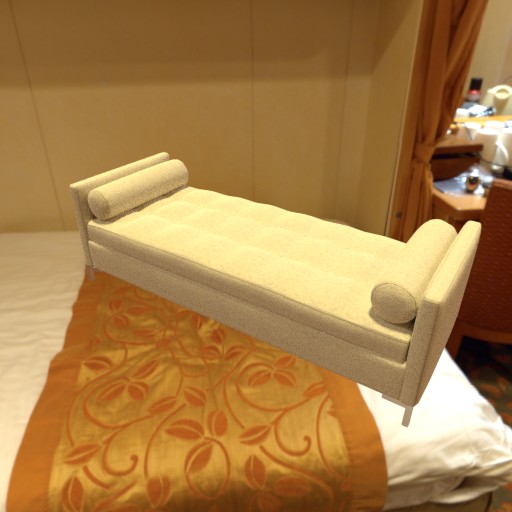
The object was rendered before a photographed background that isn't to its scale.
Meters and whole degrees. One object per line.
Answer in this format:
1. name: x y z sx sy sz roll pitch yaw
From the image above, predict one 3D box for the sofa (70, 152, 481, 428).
1. sofa: 0.000 0.000 2.482 2.102 0.655 0.797 18 35 29
